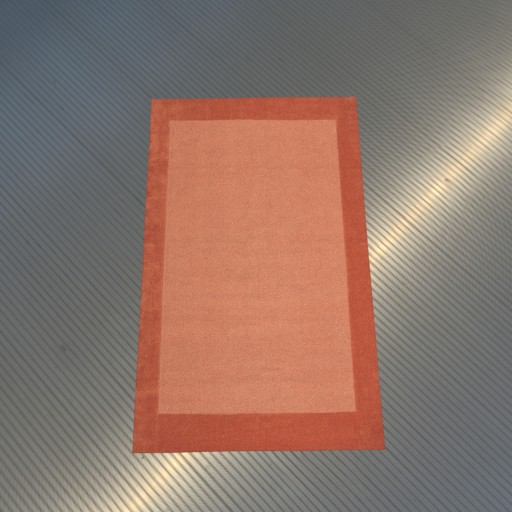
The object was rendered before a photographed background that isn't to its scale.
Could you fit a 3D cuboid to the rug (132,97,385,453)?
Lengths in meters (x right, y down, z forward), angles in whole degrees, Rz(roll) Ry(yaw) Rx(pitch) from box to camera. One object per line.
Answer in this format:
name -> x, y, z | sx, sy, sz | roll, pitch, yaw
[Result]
rug -> 0.000, 0.000, 2.984 | 1.524, 0.014, 2.438 | -1, 75, 0
